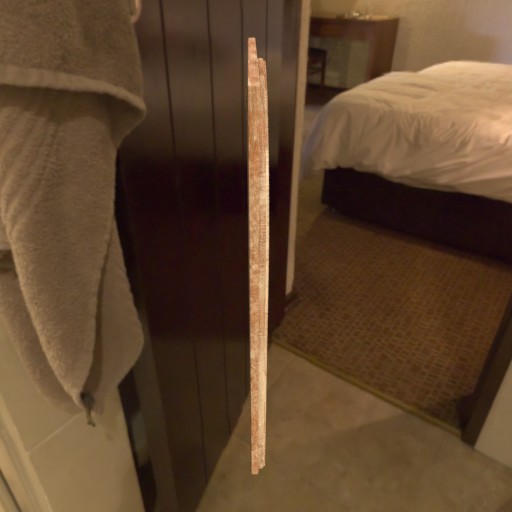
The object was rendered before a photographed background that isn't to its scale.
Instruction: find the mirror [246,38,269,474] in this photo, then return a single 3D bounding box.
[{"bbox_3d":[0.000,0.000,0.943,0.058,0.787,0.495,0,32,-1],"label":"mirror"}]
